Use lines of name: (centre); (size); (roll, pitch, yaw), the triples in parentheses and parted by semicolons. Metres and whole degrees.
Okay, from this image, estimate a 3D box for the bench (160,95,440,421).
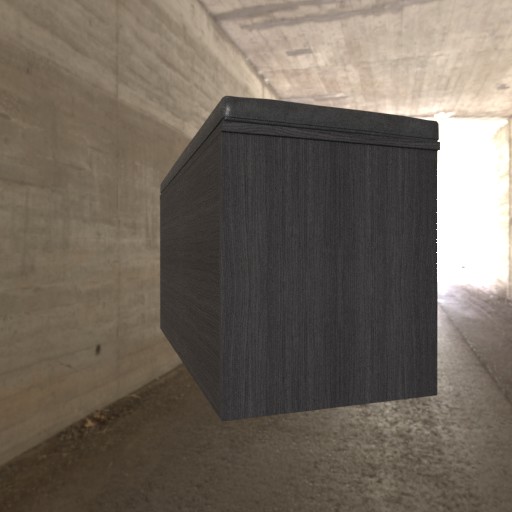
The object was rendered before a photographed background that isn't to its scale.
bench: (0.000, 0.000, 1.160); (0.401, 0.501, 0.905); (0, 0, -18)
